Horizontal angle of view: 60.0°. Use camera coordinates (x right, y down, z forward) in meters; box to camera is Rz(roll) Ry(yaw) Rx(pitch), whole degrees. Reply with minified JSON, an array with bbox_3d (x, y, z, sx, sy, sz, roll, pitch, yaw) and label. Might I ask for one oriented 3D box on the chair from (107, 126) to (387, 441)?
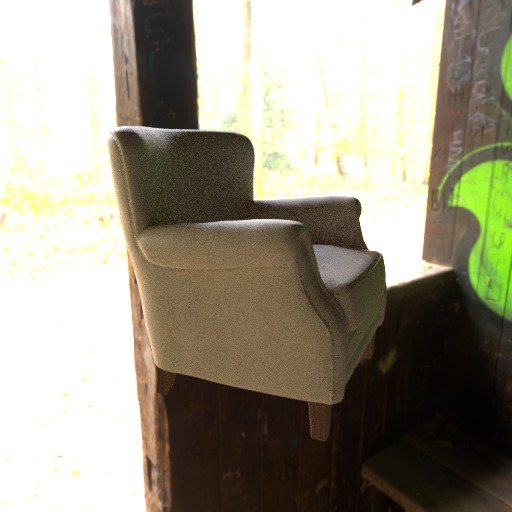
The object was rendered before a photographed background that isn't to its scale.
[{"bbox_3d":[0.000,0.000,1.674,0.921,0.936,0.861,7,16,25],"label":"chair"}]
